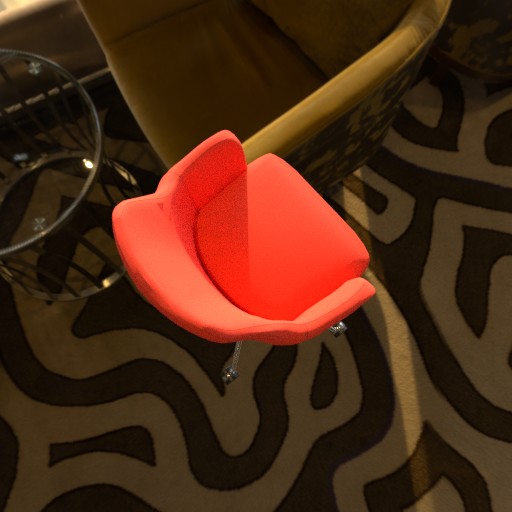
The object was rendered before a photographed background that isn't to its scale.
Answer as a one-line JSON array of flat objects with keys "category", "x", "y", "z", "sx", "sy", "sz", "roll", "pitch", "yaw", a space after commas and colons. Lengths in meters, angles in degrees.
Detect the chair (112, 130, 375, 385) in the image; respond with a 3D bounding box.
[{"category": "chair", "x": 0.000, "y": 0.000, "z": 1.255, "sx": 0.600, "sy": 0.820, "sz": 0.655, "roll": -38, "pitch": 77, "yaw": -10}]
